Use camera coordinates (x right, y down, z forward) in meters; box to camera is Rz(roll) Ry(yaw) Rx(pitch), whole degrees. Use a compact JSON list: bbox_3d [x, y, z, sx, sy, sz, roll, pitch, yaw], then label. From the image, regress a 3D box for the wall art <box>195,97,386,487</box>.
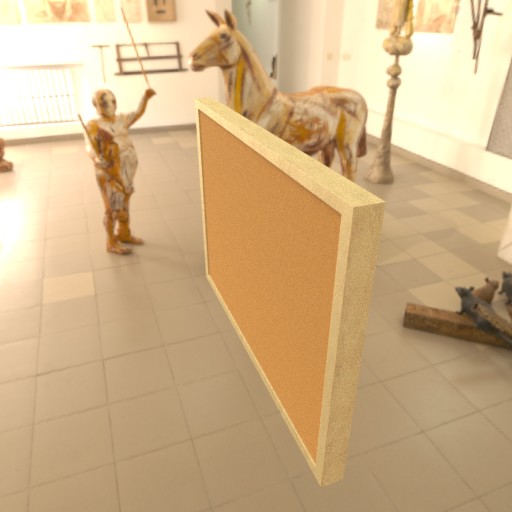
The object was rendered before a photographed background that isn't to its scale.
[{"bbox_3d":[0.000,0.000,0.683,0.032,0.380,0.532,-11,31,-18],"label":"wall art"}]
